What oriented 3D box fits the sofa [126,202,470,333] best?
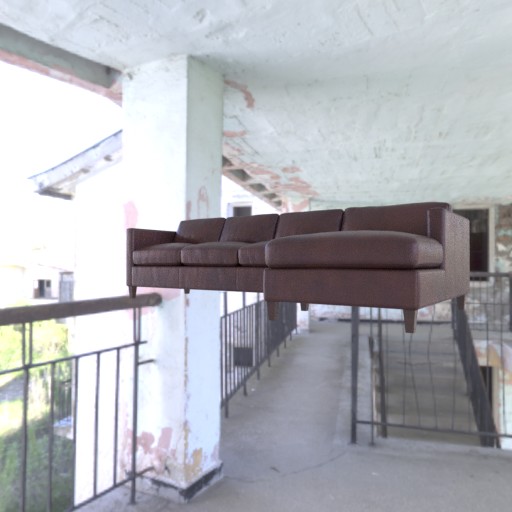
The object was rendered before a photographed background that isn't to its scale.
[{"bbox_3d":[0.000,0.000,3.921,3.203,0.883,1.581,0,-1,35],"label":"sofa"}]
